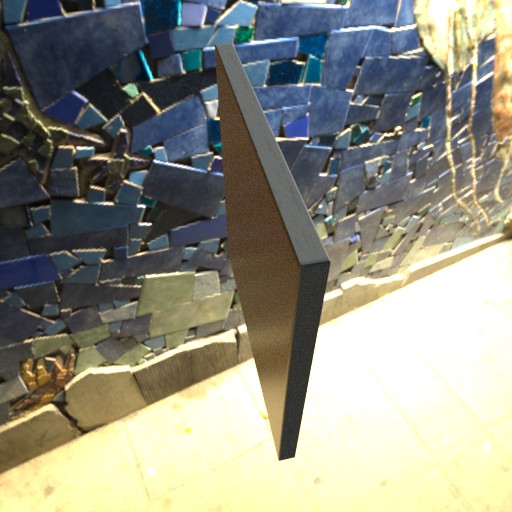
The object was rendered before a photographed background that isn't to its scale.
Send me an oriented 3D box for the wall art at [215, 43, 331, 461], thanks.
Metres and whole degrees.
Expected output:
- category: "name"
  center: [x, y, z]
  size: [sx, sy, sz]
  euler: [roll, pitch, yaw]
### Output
- category: "wall art"
  center: [0.000, 0.000, 1.916]
  size: [0.078, 1.288, 1.287]
  euler: [-9, 48, -8]
